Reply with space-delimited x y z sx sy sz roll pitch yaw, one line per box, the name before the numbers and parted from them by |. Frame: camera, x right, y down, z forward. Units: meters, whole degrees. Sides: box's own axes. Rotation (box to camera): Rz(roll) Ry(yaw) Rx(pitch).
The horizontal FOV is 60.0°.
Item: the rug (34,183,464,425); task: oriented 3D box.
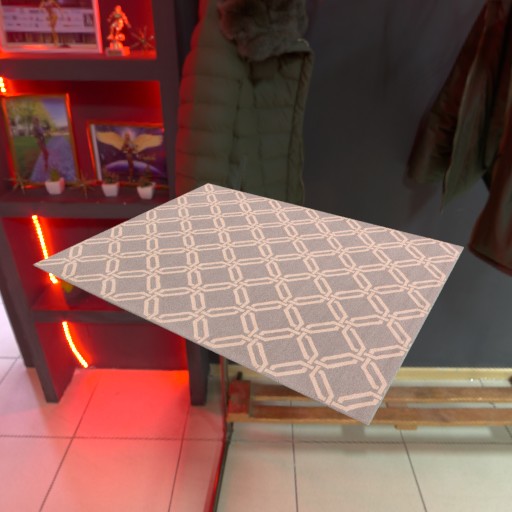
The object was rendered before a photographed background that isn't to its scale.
rug | 0.000 0.000 3.786 2.895 0.018 2.288 18 34 29
